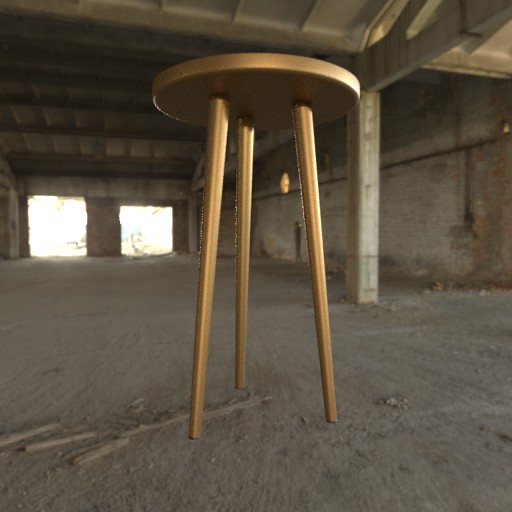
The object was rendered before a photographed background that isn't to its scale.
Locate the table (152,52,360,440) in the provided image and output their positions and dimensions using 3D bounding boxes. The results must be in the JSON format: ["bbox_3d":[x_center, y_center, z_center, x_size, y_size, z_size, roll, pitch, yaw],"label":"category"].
[{"bbox_3d":[0.000,0.000,0.667,0.299,0.480,0.299,-1,3,-18],"label":"table"}]
